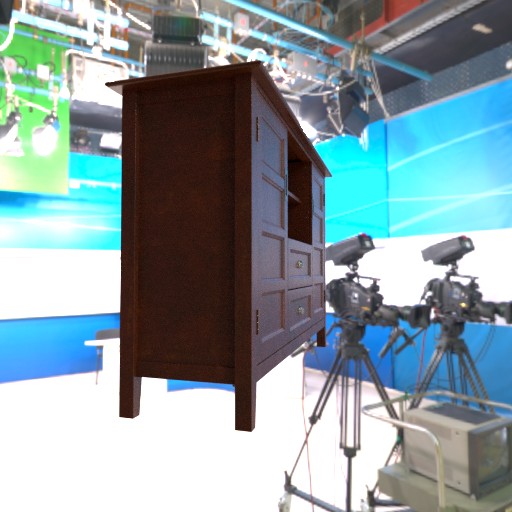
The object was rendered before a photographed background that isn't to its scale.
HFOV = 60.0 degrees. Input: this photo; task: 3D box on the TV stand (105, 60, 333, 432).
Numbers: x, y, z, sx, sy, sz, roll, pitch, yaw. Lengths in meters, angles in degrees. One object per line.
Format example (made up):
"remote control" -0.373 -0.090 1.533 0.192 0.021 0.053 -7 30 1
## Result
"TV stand" 0.000 0.000 1.783 0.445 0.915 1.372 -1 -2 17
